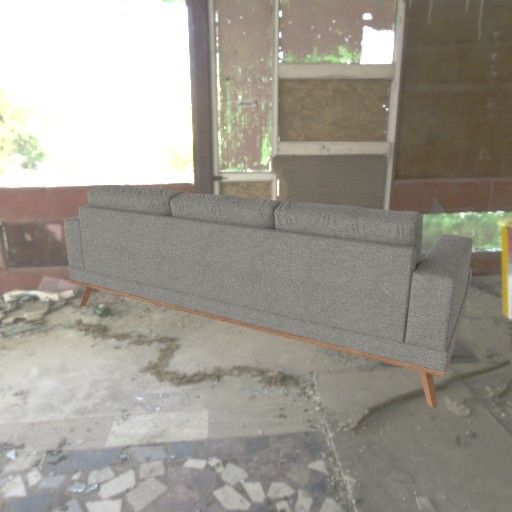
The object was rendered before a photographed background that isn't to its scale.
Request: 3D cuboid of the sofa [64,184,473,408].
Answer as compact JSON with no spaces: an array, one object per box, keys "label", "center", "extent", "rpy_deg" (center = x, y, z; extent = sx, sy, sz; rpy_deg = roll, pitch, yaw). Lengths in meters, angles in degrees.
[{"label":"sofa","center":[0.000,0.000,2.669],"extent":[2.310,0.810,0.920],"rpy_deg":[9,19,28]}]
